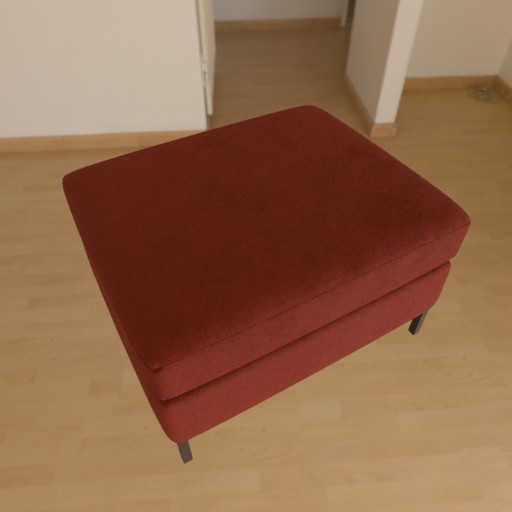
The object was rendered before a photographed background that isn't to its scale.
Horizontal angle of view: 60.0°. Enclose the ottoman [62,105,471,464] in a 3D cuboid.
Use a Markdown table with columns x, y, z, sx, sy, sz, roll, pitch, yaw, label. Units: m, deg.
| x | y | z | sx | sy | sz | roll | pitch | yaw | label |
| --- | --- | --- | --- | --- | --- | --- | --- | --- | --- |
| 0.000 | 0.000 | 1.174 | 0.782 | 0.462 | 0.650 | -22 | 49 | -21 | ottoman |
